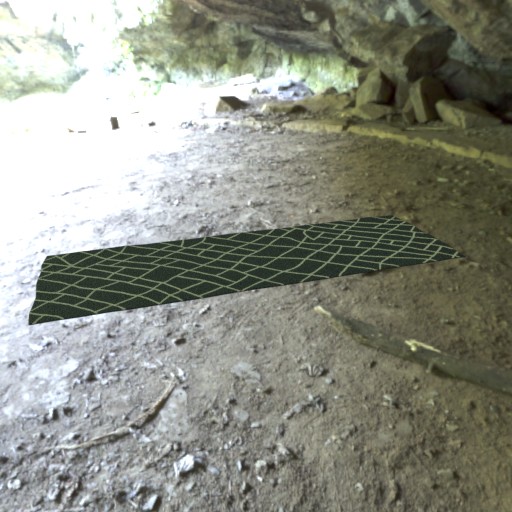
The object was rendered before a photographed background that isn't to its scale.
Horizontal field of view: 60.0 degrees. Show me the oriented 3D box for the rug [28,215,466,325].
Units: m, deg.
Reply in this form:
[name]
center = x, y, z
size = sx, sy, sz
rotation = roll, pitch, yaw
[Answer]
[rug]
center = 0.000, 0.000, 2.716
size = 2.476, 0.010, 0.807
rotation = -8, 26, -16
